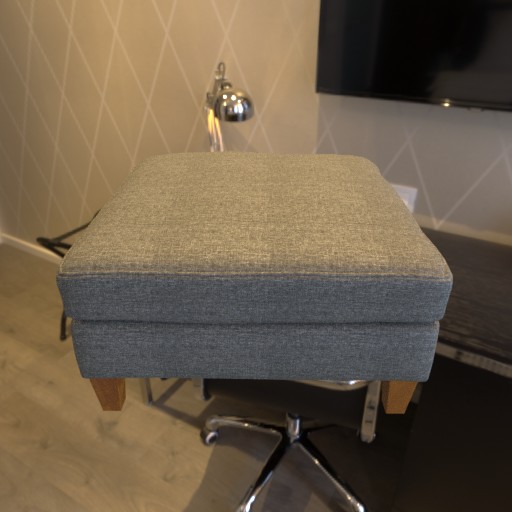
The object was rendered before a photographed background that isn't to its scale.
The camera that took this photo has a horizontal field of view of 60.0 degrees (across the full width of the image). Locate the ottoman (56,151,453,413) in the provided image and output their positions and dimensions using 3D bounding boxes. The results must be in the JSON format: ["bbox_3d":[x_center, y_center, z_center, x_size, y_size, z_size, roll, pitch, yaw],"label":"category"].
[{"bbox_3d":[0.000,0.000,1.342,0.838,0.481,0.838,0,29,1],"label":"ottoman"}]
